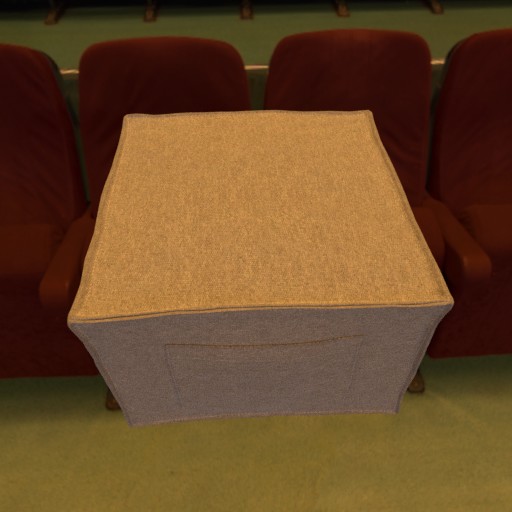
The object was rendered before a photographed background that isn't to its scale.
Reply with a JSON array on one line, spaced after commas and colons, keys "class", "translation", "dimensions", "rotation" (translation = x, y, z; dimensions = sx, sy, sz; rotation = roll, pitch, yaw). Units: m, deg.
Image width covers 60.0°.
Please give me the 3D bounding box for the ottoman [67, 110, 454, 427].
[{"class": "ottoman", "translation": [0.000, 0.000, 1.136], "dimensions": [0.707, 0.470, 0.696], "rotation": [-3, 47, -2]}]
